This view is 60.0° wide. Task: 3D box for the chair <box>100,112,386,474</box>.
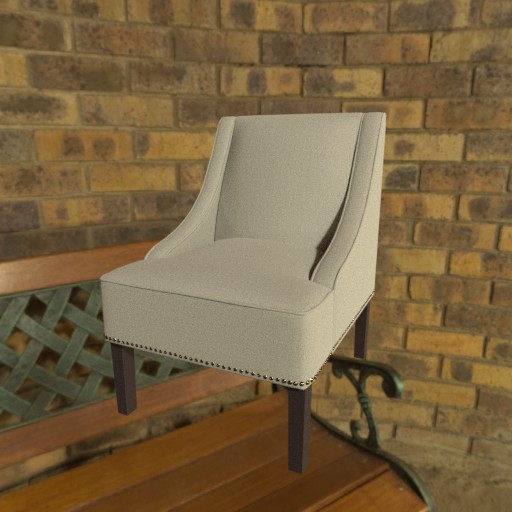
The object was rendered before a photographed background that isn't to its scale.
[{"bbox_3d":[0.000,0.000,1.359,0.610,0.864,0.737,7,16,25],"label":"chair"}]
